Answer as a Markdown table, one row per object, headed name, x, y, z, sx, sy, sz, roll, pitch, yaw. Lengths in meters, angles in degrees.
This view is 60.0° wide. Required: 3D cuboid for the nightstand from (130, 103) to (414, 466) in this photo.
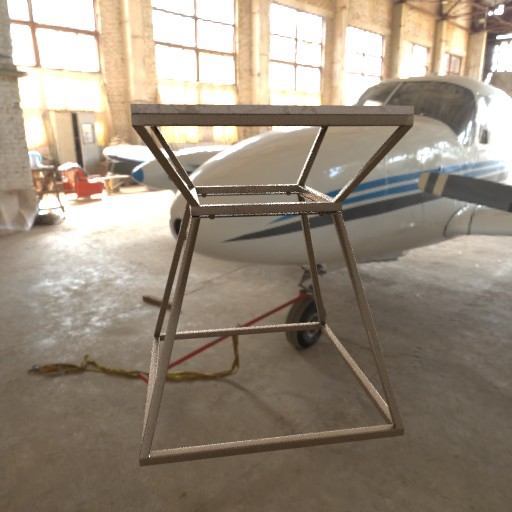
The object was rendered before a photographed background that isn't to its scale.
| name | x | y | z | sx | sy | sz | roll | pitch | yaw |
| --- | --- | --- | --- | --- | --- | --- | --- | --- | --- |
| nightstand | 0.000 | 0.000 | 0.886 | 0.455 | 0.554 | 0.455 | -3 | 16 | -9 |
